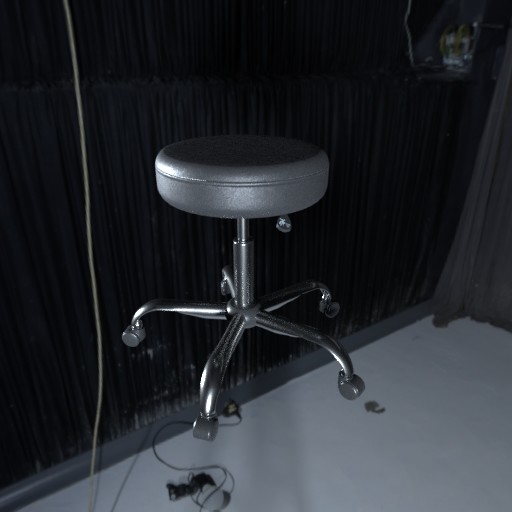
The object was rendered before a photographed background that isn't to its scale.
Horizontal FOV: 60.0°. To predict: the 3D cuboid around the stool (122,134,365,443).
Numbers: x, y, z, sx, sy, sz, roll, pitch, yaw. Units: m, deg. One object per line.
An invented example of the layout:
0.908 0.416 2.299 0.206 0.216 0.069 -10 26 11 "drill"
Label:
0.000 0.000 1.173 0.638 0.576 0.673 -16 29 -31 "stool"
